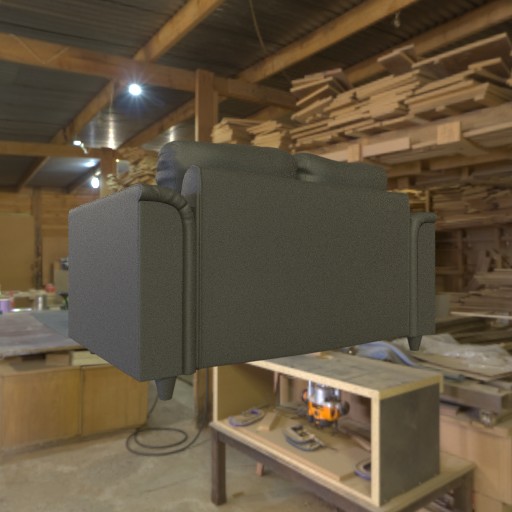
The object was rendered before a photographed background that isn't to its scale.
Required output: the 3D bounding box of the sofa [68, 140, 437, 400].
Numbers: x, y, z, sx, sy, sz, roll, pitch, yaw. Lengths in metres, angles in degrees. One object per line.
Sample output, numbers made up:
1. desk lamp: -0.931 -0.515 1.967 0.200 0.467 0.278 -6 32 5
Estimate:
1. sofa: 0.000 0.000 1.961 1.386 0.845 0.887 0 0 -35
